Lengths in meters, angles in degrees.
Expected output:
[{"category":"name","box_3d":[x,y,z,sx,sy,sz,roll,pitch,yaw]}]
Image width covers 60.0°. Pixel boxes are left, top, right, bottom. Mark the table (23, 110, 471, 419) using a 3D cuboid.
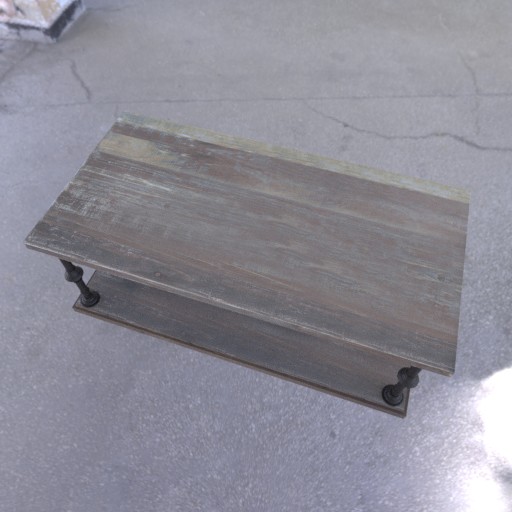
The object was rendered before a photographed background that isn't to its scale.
[{"category":"table","box_3d":[0.000,0.000,1.362,1.088,0.399,0.554,16,58,10]}]
